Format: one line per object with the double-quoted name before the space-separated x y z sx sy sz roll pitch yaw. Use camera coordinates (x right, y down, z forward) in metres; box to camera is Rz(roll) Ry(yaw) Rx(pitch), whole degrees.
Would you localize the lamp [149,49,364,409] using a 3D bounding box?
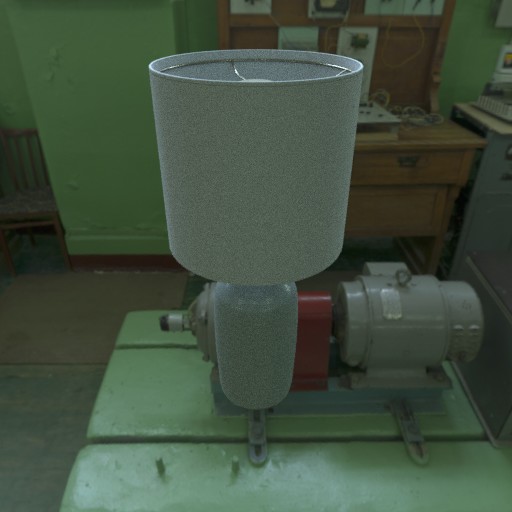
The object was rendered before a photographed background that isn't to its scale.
"lamp" 0.000 0.000 0.588 0.220 0.475 0.220 -1 31 -2
